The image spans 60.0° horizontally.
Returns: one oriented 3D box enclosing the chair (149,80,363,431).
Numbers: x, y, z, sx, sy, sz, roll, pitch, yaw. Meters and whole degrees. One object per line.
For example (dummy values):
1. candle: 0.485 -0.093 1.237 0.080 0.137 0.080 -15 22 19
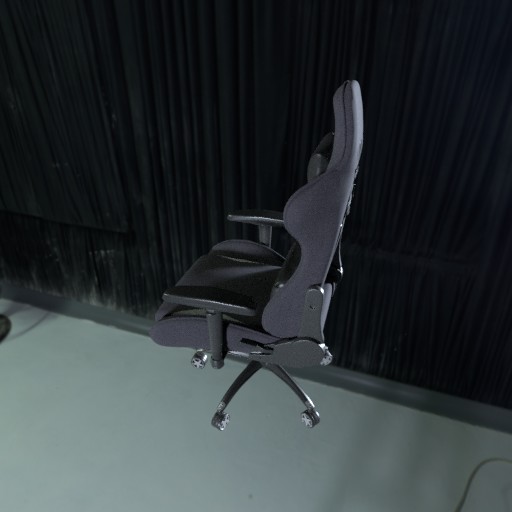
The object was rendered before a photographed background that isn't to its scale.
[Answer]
1. chair: 0.000 0.000 1.721 0.695 1.300 0.730 8 31 14
